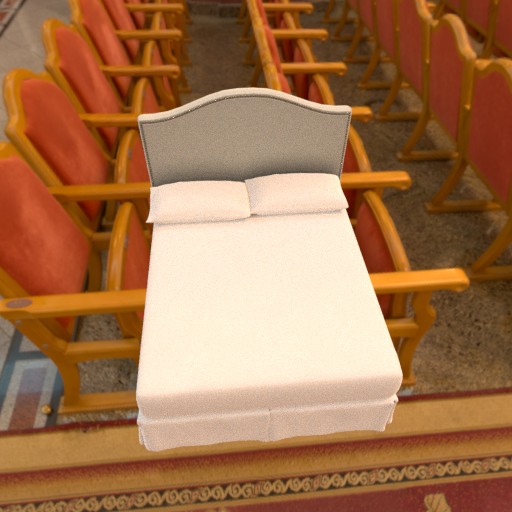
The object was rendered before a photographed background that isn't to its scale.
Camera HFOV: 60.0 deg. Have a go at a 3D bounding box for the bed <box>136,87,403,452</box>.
[{"bbox_3d":[0.000,0.000,3.319,1.813,1.607,2.180,-4,46,-3],"label":"bed"}]
